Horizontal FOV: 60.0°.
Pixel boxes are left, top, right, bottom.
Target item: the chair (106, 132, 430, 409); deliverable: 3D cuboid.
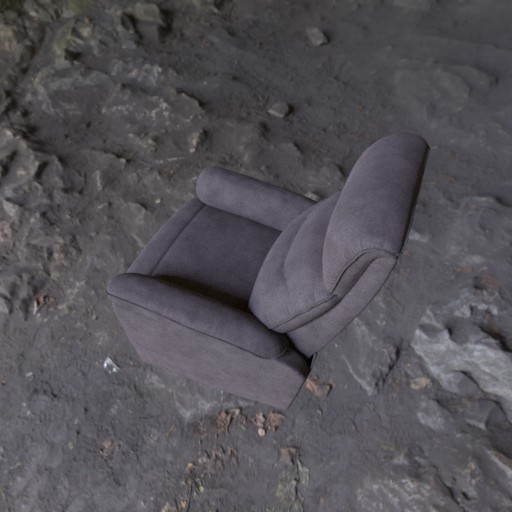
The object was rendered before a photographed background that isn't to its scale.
[{"bbox_3d":[0.000,0.000,1.728,1.009,1.036,0.830,16,48,15],"label":"chair"}]
